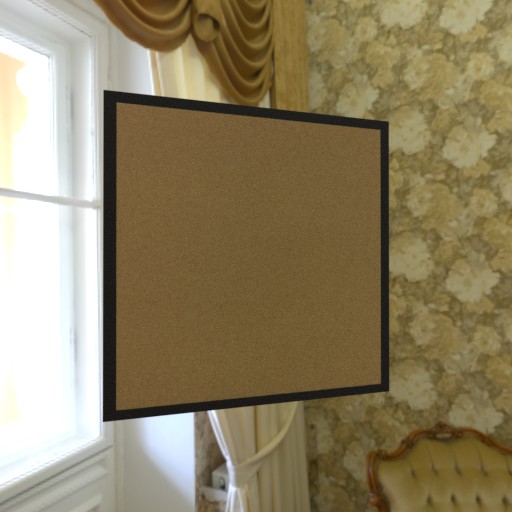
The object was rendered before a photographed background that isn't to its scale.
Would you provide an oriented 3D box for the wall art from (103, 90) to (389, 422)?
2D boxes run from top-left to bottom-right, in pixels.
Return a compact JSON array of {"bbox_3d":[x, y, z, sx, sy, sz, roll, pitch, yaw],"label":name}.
[{"bbox_3d":[0.000,0.000,0.468,0.305,0.304,0.033,0,0,-18],"label":"wall art"}]
